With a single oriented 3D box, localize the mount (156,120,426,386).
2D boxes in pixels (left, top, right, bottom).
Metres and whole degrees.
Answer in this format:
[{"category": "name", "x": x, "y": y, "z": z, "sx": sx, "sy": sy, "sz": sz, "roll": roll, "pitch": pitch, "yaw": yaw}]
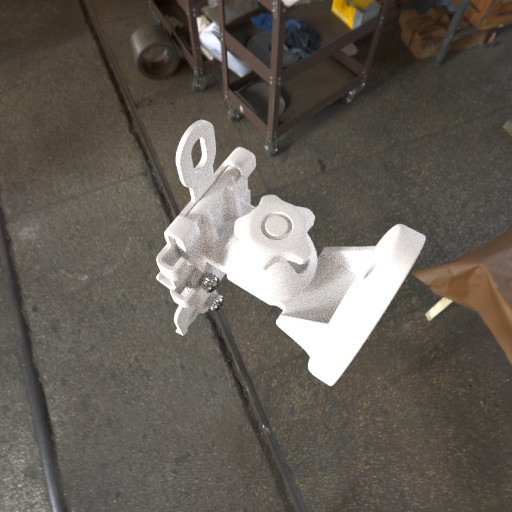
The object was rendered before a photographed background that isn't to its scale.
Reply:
[{"category": "mount", "x": 0.000, "y": 0.000, "z": 0.175, "sx": 0.100, "sy": 0.118, "sz": 0.066, "roll": 30, "pitch": 67, "yaw": 14}]
